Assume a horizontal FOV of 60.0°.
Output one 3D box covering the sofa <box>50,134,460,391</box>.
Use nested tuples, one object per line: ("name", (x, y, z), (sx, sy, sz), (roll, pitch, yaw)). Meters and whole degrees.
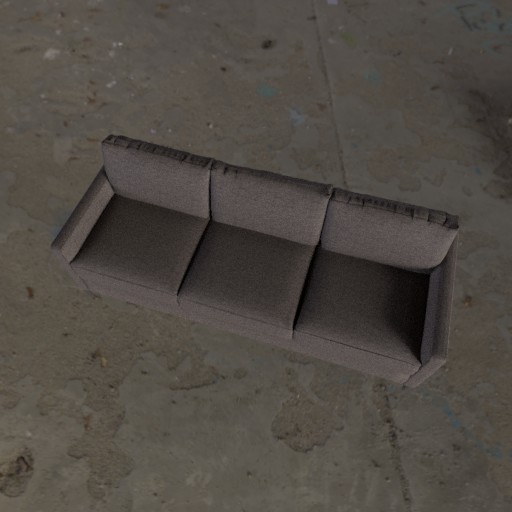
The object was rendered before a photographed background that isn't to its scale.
("sofa", (0.000, 0.000, 2.704), (2.253, 0.882, 0.876), (15, 60, 9))
